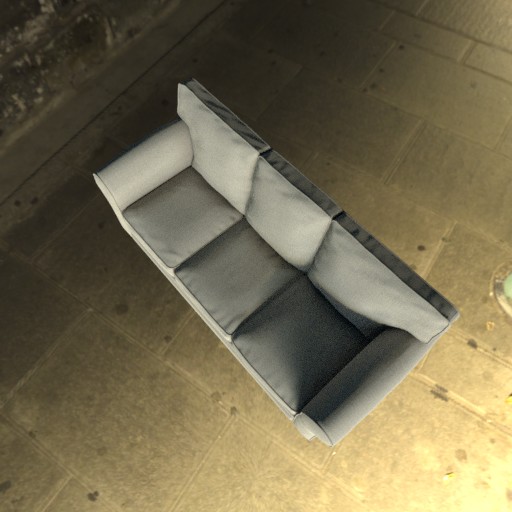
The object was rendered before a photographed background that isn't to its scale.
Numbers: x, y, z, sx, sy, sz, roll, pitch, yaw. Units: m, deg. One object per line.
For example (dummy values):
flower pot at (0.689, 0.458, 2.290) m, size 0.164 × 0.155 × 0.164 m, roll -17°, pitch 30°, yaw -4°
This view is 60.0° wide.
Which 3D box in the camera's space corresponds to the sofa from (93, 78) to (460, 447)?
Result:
sofa at (0.000, 0.000, 2.645) m, size 0.916 × 0.961 × 2.084 m, roll -38°, pitch 69°, yaw -17°
